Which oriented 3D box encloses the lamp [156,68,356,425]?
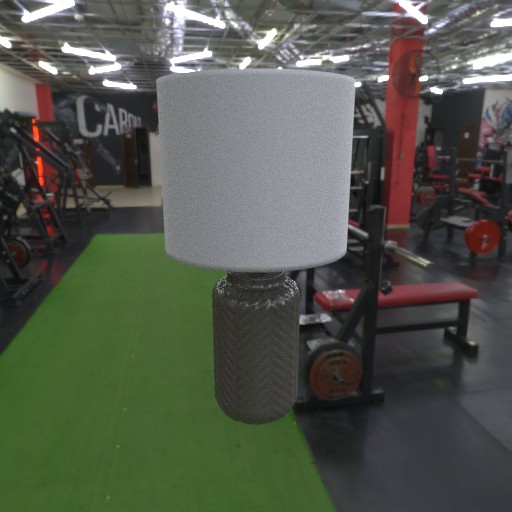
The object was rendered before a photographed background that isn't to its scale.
[{"bbox_3d":[0.000,0.000,0.511,0.203,0.389,0.203,-2,15,-8],"label":"lamp"}]
